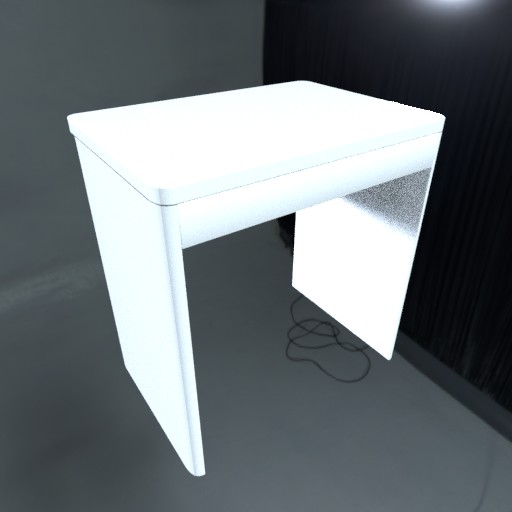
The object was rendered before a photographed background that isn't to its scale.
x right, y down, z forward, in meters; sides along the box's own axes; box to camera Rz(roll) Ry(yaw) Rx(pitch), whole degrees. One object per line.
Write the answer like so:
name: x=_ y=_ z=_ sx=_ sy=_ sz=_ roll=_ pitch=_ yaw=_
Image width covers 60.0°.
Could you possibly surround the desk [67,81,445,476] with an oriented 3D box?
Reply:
desk: x=0.000 y=0.000 z=1.285 sx=0.762 sy=0.800 sz=0.549 roll=-20 pitch=38 yaw=-29
